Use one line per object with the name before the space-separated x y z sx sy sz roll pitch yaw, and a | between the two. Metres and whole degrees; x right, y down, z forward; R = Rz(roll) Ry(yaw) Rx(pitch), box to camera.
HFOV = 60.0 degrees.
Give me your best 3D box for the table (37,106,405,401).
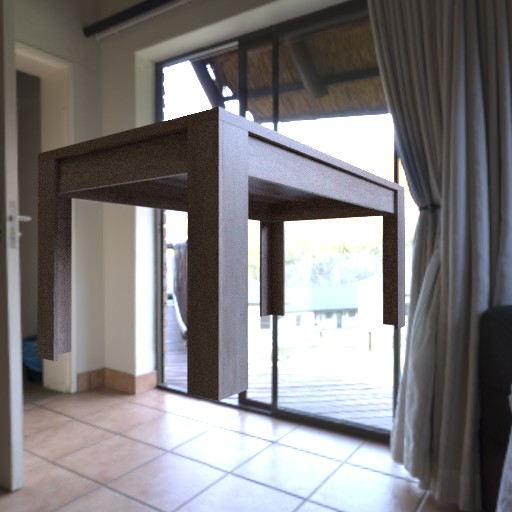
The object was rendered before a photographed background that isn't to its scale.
table | 0.000 0.000 2.076 0.900 0.775 1.600 0 -1 35
